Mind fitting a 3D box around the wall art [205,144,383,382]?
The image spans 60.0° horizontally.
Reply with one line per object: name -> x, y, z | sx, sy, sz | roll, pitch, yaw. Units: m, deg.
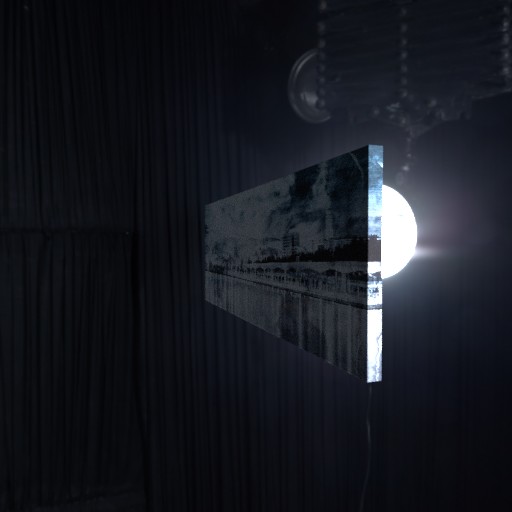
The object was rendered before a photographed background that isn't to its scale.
wall art -> 0.000, 0.000, 1.669 | 0.037, 0.509, 1.524 | 0, 1, -20
